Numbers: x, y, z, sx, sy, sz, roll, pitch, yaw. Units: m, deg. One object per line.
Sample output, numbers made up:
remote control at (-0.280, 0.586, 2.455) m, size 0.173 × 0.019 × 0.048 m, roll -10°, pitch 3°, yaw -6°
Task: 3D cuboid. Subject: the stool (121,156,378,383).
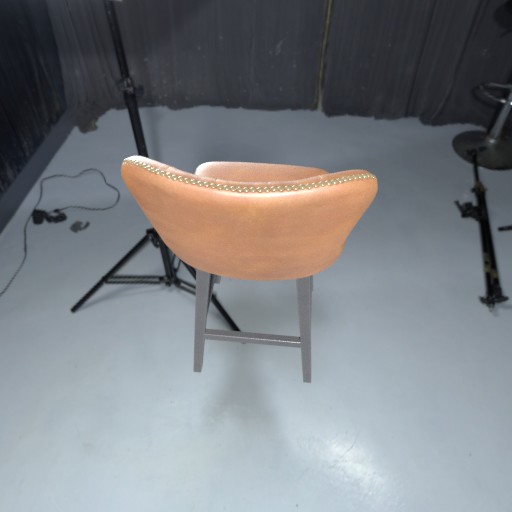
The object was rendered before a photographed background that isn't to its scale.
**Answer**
stool at (0.000, 0.000, 1.339) m, size 0.528 × 0.971 × 0.593 m, roll 4°, pitch 48°, yaw 4°
